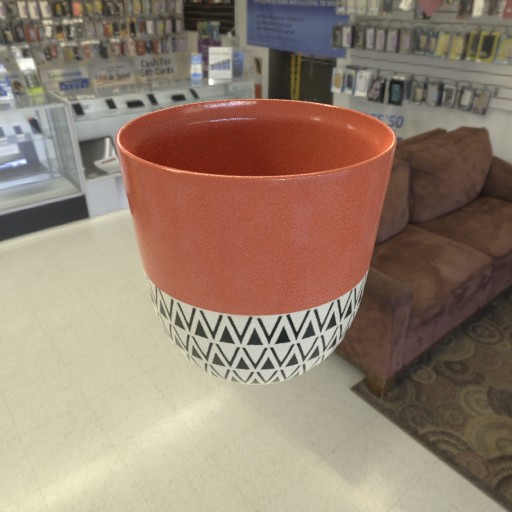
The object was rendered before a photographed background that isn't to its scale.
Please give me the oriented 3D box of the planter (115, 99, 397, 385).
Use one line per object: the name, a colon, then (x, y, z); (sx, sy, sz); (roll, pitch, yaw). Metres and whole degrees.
planter: (0.000, 0.000, 0.372); (0.195, 0.214, 0.195); (0, 31, 0)
